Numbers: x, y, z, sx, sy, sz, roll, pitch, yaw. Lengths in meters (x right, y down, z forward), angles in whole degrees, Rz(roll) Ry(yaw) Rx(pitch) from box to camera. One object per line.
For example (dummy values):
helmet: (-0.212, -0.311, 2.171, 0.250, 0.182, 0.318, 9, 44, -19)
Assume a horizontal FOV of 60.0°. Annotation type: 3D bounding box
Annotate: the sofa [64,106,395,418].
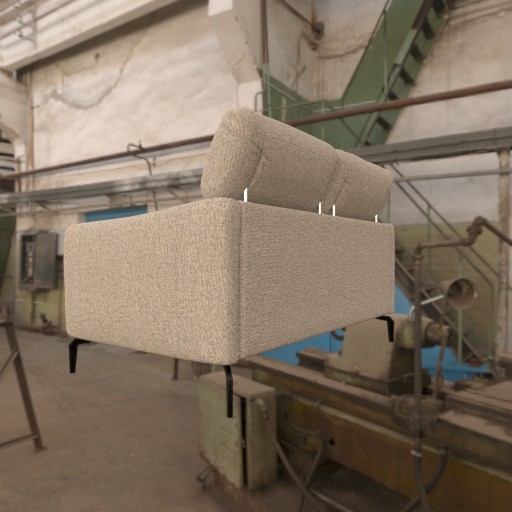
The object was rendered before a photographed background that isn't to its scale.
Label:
sofa: (0.000, 0.000, 2.120, 0.905, 0.950, 1.540, 0, 0, 36)
